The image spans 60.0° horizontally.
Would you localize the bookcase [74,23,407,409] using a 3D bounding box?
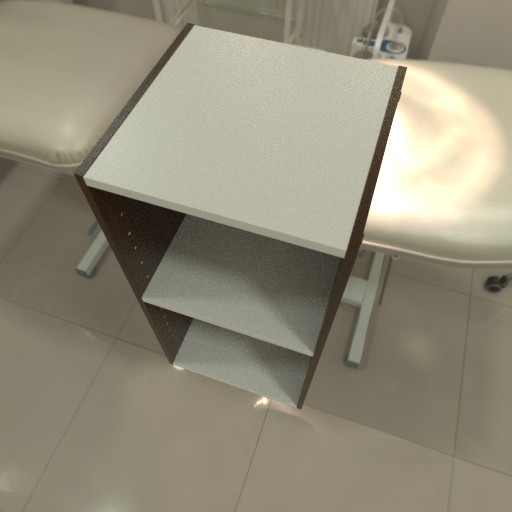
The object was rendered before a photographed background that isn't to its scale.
[{"bbox_3d":[0.000,0.000,0.757,0.300,0.600,0.290,16,59,10],"label":"bookcase"}]
